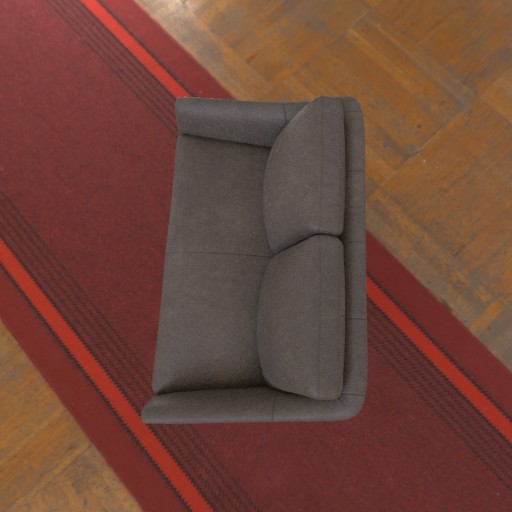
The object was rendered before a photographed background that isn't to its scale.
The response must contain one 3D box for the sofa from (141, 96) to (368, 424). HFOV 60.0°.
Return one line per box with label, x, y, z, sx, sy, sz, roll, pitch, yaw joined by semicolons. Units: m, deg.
sofa;0.000;0.000;2.252;0.960;0.902;1.619;3;76;1
